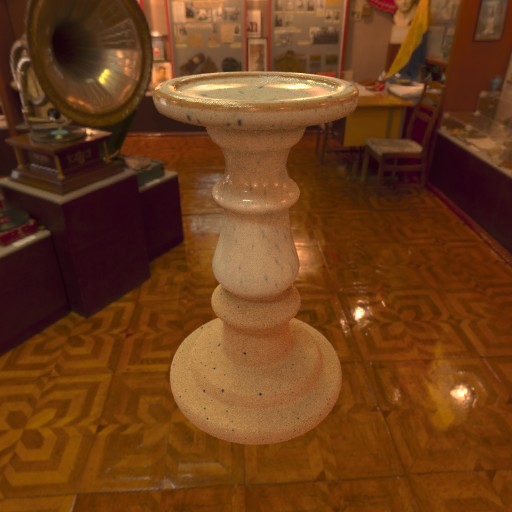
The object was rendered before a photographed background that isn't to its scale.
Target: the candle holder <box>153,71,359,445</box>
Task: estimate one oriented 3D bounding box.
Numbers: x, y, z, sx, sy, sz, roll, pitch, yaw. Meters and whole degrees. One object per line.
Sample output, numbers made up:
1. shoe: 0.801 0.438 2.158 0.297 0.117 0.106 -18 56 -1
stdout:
1. candle holder: 0.000 0.000 0.276 0.123 0.202 0.123 0 30 0
